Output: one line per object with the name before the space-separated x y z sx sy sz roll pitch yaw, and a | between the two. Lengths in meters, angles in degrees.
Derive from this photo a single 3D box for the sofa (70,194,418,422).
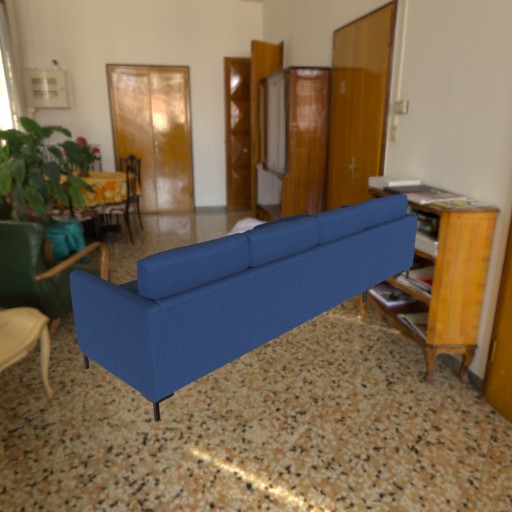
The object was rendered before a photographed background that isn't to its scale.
sofa | 0.000 0.000 2.912 1.128 0.679 2.450 15 22 40
